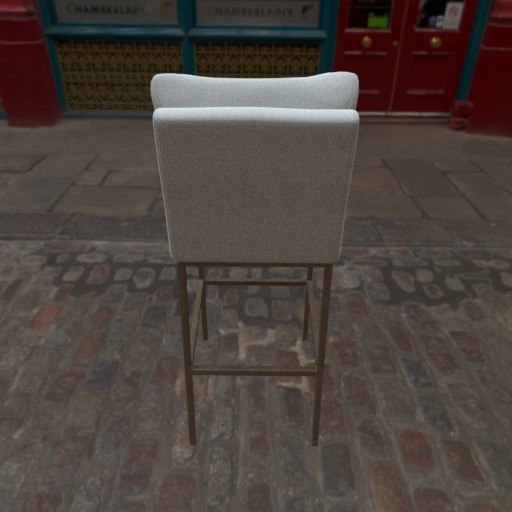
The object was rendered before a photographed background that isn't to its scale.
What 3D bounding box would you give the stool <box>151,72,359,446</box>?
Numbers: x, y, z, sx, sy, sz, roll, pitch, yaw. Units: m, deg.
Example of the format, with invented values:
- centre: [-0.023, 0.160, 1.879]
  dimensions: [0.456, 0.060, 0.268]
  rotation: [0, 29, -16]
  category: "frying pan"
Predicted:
- centre: [0.000, 0.000, 1.392]
  dimensions: [0.463, 1.125, 0.572]
  rotation: [0, 30, 0]
  category: "stool"
